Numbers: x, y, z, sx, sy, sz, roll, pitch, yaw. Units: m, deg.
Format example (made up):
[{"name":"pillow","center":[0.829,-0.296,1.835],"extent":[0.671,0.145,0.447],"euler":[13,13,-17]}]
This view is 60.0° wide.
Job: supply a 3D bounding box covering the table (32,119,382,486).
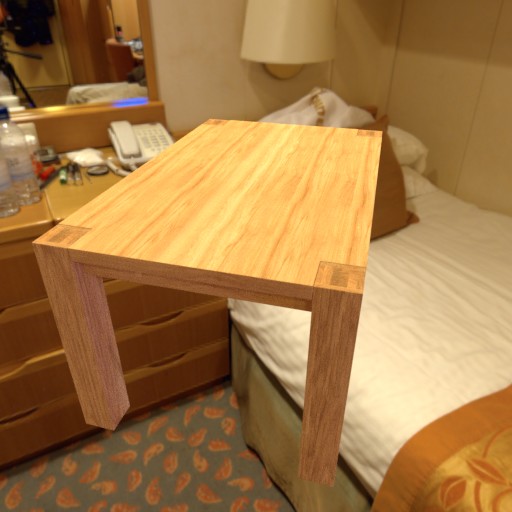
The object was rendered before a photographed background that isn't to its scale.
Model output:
[{"name":"table","center":[0.000,0.000,1.893],"extent":[0.900,0.760,1.400],"euler":[8,32,13]}]
